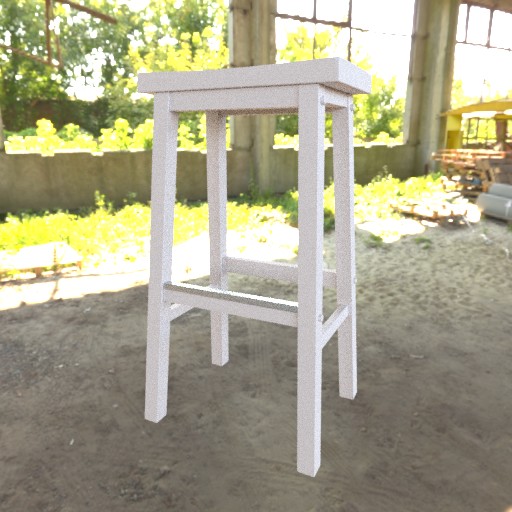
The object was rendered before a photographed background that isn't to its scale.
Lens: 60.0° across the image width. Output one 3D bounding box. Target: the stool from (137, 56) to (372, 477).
[{"bbox_3d":[0.000,0.000,0.966,0.406,0.742,0.322,7,16,25],"label":"stool"}]
